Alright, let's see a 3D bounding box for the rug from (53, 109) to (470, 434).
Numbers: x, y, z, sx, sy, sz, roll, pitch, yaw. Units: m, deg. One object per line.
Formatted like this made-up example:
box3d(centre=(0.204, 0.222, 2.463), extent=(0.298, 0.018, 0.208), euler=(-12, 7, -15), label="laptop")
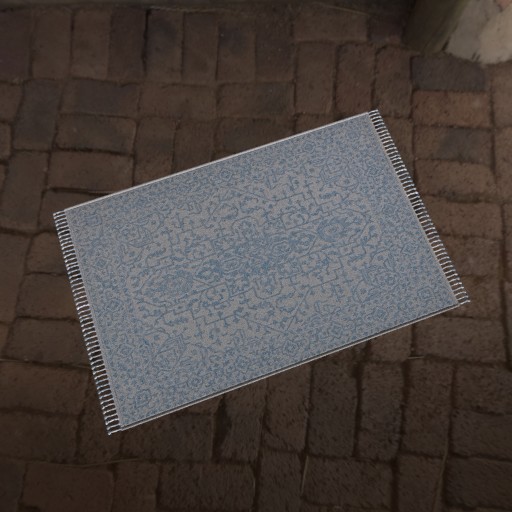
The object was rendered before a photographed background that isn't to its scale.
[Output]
box3d(centre=(0.000, 0.000, 2.980), extent=(2.438, 0.010, 1.524), euler=(-19, 76, -5), label="rug")
